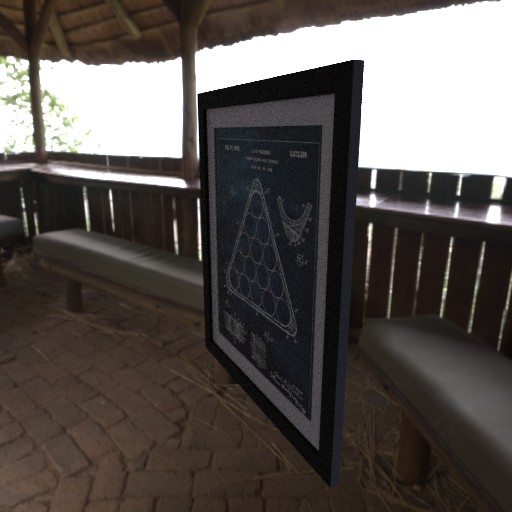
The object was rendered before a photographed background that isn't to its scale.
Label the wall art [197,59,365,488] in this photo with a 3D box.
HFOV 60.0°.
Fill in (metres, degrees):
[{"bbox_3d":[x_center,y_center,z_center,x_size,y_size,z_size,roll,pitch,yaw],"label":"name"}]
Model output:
[{"bbox_3d":[0.000,0.000,0.490,0.010,0.361,0.311,-8,17,-26],"label":"wall art"}]
